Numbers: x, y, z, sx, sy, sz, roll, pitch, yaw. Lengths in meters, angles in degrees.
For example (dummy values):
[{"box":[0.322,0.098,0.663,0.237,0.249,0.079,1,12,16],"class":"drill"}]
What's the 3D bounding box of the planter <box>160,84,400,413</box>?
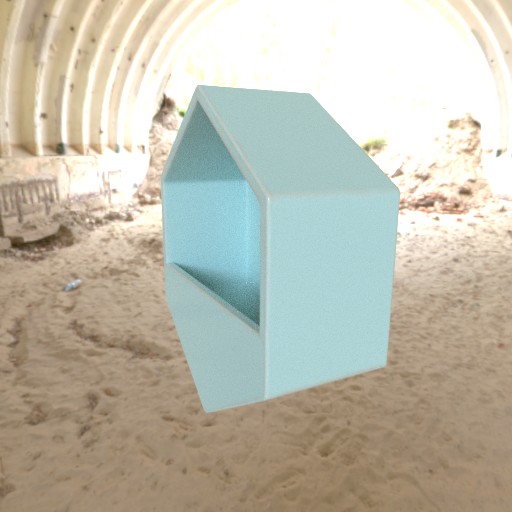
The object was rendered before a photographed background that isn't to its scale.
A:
[{"box":[0.000,0.000,0.290,0.078,0.207,0.169,-7,15,-27],"class":"planter"}]
